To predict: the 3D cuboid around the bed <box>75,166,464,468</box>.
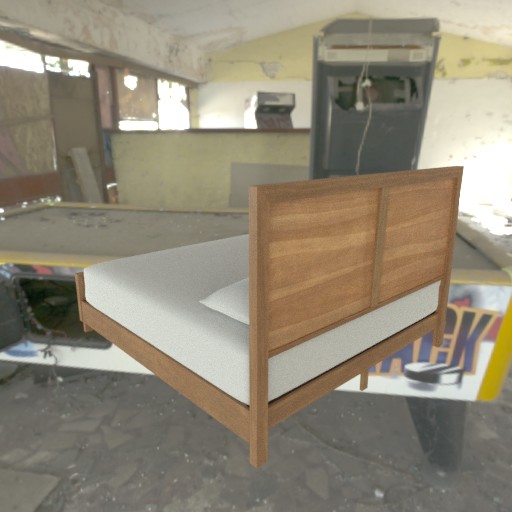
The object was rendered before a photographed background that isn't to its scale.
[{"bbox_3d":[0.000,0.000,3.447,2.003,1.387,2.184,-13,20,-41],"label":"bed"}]
